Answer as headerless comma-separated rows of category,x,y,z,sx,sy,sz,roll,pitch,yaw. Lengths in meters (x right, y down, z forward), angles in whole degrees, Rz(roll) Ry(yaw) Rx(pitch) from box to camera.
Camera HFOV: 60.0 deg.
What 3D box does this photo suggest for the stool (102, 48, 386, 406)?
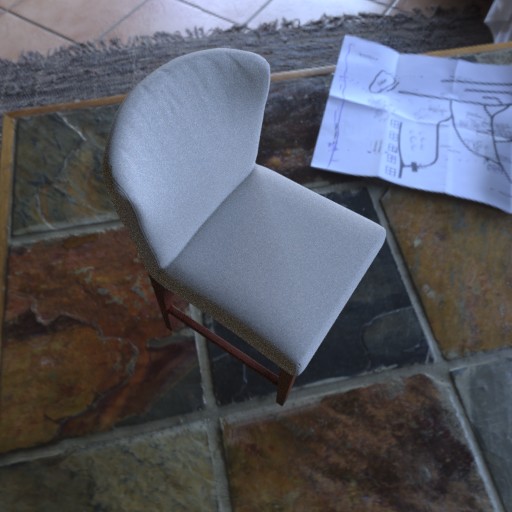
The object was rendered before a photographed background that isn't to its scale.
stool,0.000,0.000,1.260,0.568,0.968,0.479,31,65,16
